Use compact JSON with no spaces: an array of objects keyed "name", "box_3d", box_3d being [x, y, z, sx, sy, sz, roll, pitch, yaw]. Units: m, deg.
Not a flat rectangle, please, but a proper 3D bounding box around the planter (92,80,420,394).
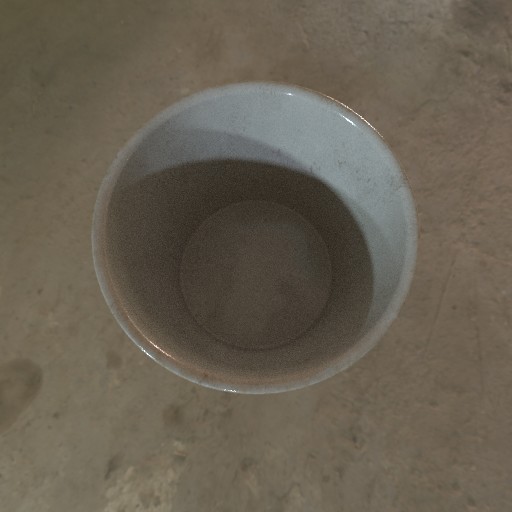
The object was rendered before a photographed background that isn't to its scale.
[{"name":"planter","box_3d":[0.000,0.000,0.221,0.126,0.104,0.126,0,75,0]}]
